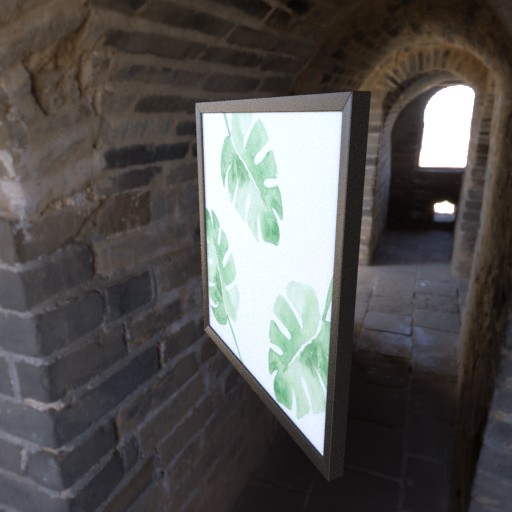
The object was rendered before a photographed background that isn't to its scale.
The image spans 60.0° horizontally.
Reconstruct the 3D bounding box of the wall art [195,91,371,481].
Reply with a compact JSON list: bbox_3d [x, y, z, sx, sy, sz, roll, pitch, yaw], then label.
[{"bbox_3d":[0.000,0.000,1.144,0.038,0.765,0.765,-8,19,-25],"label":"wall art"}]
